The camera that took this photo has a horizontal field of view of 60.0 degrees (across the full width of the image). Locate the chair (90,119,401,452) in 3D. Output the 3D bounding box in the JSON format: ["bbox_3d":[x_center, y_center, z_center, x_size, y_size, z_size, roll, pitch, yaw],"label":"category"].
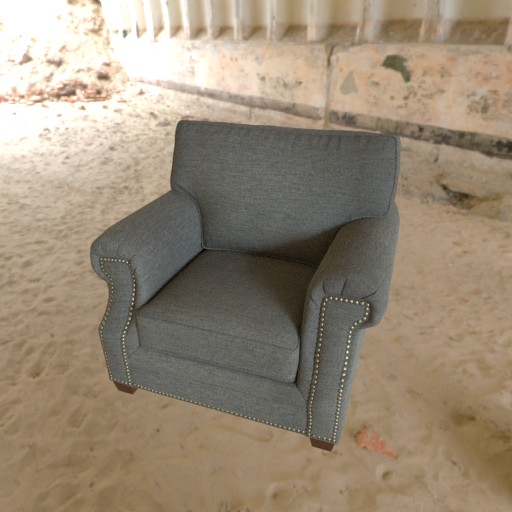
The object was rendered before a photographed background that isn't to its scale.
[{"bbox_3d":[0.000,0.000,1.832,1.092,0.961,0.965,9,28,18],"label":"chair"}]
